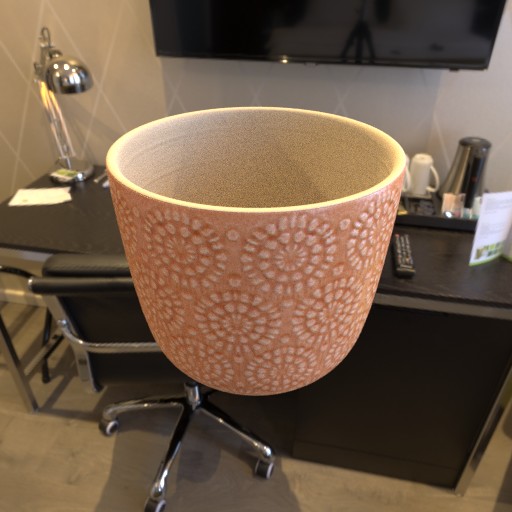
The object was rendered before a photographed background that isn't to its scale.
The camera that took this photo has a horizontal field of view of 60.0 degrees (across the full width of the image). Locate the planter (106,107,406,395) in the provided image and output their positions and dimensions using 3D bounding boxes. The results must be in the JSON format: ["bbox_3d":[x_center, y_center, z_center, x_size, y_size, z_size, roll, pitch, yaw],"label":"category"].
[{"bbox_3d":[0.000,0.000,0.368,0.208,0.190,0.208,0,33,0],"label":"planter"}]
